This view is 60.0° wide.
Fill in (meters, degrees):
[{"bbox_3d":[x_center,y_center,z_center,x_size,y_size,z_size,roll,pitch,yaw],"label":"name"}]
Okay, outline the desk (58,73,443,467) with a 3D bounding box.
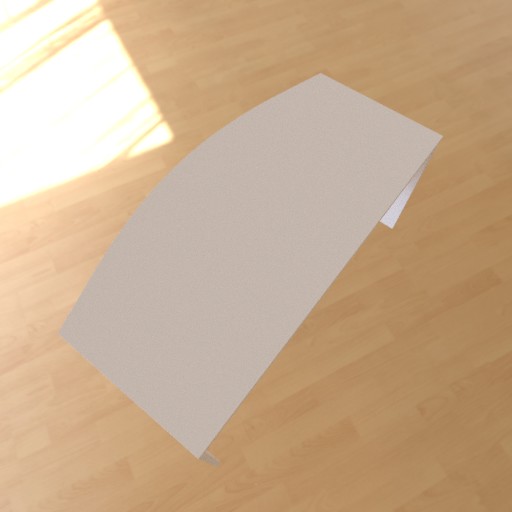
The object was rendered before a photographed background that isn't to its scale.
[{"bbox_3d":[0.000,0.000,2.064,0.802,0.750,1.600,35,68,16],"label":"desk"}]
